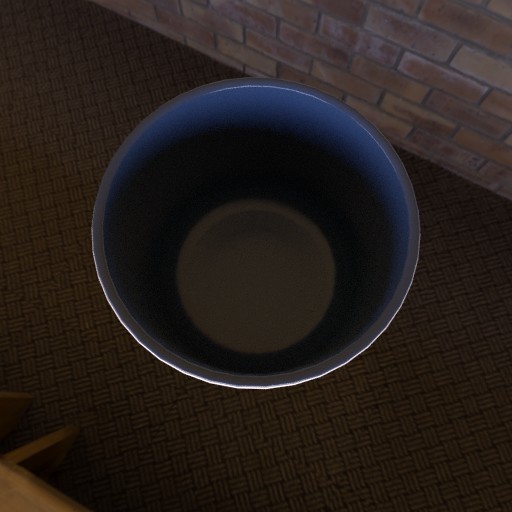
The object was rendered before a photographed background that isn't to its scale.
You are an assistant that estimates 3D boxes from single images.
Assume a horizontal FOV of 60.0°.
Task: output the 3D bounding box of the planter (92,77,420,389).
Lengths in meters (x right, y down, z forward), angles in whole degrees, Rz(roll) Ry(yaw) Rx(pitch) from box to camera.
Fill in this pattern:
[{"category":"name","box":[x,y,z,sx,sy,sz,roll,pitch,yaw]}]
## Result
[{"category":"planter","box":[0.000,0.000,0.323,0.182,0.165,0.182,0,75,0]}]
